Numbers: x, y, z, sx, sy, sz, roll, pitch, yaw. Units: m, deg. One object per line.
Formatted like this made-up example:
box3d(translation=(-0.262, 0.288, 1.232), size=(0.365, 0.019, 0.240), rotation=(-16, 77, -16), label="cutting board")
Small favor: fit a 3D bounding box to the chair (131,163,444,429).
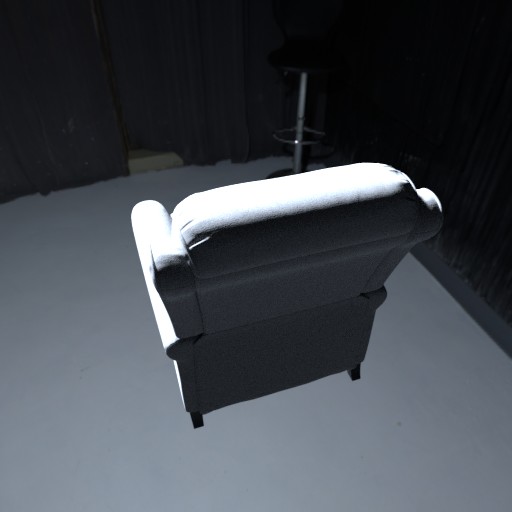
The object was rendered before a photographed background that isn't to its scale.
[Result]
box3d(translation=(0.000, 0.000, 1.706), size=(0.859, 1.046, 0.919), rotation=(-12, 43, -14), label="chair")
